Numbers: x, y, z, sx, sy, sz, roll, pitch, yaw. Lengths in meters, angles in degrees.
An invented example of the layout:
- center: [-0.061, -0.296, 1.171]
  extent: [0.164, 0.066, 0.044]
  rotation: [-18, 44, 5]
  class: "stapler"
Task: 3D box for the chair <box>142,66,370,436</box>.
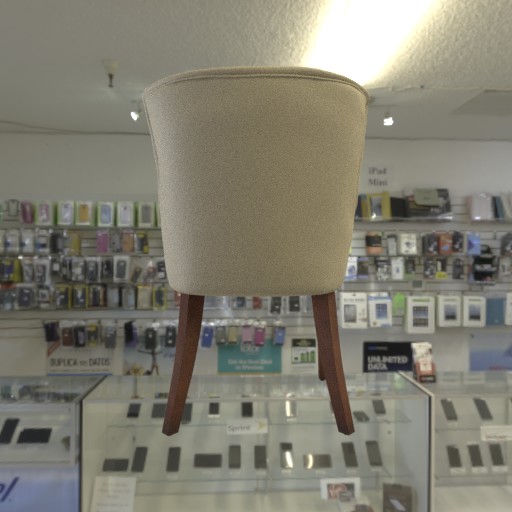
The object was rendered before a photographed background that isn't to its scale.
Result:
- center: [0.000, 0.000, 1.408]
  extent: [0.660, 0.952, 0.686]
  rotation: [0, 0, -1]
  class: "chair"
